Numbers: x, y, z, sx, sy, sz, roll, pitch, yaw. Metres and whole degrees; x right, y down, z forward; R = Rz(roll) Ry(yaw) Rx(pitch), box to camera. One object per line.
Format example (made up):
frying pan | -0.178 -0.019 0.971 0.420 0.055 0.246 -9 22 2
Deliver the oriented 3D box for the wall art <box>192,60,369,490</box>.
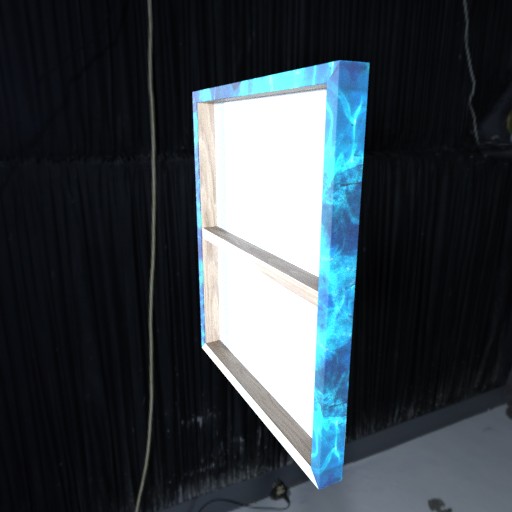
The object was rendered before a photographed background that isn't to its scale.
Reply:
wall art | 0.000 0.000 0.690 0.038 0.508 0.432 -8 18 -26
